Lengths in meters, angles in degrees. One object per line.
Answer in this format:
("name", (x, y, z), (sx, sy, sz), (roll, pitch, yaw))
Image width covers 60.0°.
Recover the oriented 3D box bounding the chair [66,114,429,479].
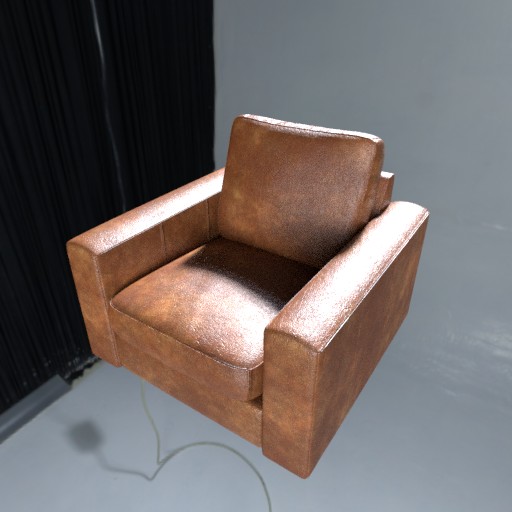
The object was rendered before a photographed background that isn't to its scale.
("chair", (0.000, 0.000, 1.707), (1.005, 0.873, 1.016), (19, 36, 29))
